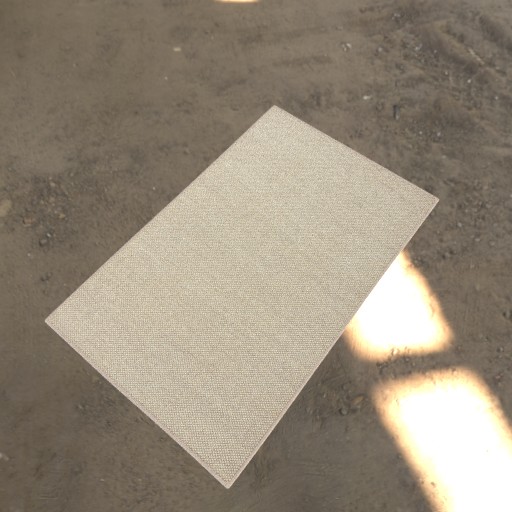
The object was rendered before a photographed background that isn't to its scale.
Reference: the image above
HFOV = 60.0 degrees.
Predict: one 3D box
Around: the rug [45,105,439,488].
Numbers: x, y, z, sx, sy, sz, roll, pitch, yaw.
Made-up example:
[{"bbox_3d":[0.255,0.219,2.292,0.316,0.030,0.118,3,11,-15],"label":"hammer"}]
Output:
[{"bbox_3d":[0.000,0.000,2.109,1.067,0.013,1.676,35,68,17],"label":"rug"}]
